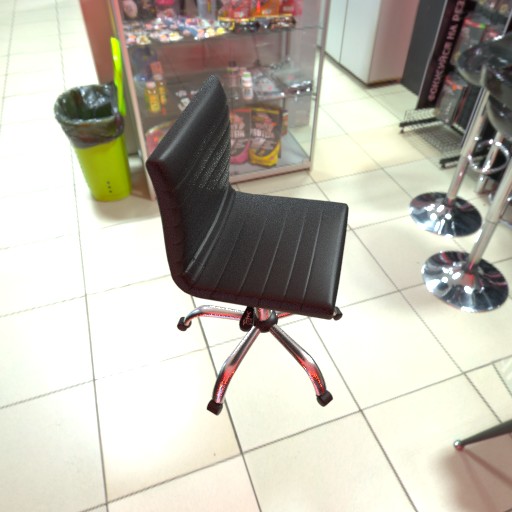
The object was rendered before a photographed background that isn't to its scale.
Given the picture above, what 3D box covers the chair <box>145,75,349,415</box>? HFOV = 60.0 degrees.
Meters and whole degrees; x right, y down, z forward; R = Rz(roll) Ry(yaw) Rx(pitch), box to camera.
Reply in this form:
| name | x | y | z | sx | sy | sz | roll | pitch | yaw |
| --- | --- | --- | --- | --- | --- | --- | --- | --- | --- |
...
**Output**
| name | x | y | z | sx | sy | sz | roll | pitch | yaw |
| --- | --- | --- | --- | --- | --- | --- | --- | --- | --- |
| chair | 0.000 | 0.000 | 1.166 | 0.530 | 0.780 | 0.556 | 9 | 45 | 9 |
